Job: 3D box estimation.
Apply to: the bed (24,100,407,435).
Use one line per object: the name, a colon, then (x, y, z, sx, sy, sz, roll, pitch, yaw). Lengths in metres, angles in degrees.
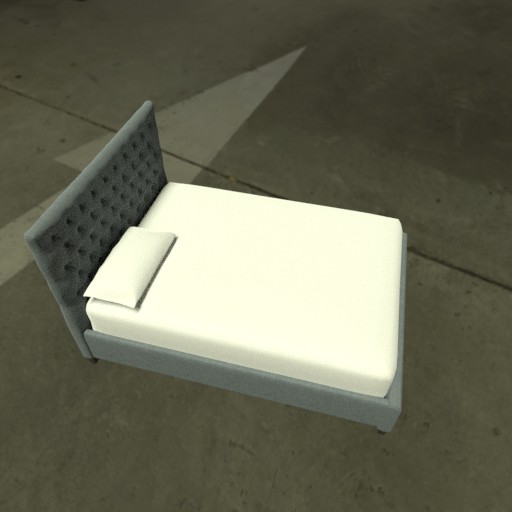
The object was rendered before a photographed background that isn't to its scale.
bed: (0.000, 0.000, 3.363, 2.335, 1.411, 1.698, 11, 47, 10)
